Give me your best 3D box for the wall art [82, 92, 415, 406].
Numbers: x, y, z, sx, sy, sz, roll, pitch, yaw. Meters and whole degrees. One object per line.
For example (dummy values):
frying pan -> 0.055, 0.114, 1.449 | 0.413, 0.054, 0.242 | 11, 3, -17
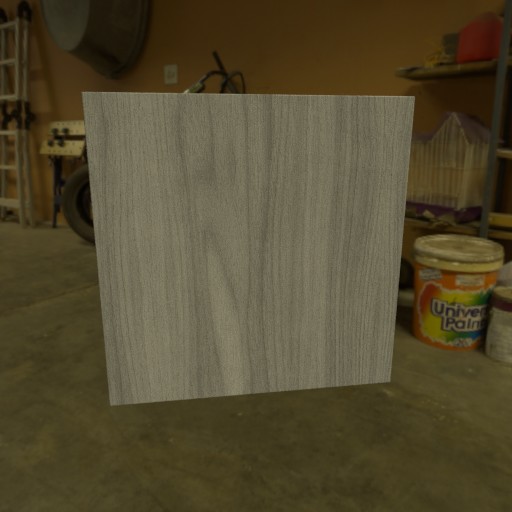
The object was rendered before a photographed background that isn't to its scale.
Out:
wall art -> 0.000, 0.000, 0.739 | 0.508, 0.507, 0.016 | -2, 15, -9
